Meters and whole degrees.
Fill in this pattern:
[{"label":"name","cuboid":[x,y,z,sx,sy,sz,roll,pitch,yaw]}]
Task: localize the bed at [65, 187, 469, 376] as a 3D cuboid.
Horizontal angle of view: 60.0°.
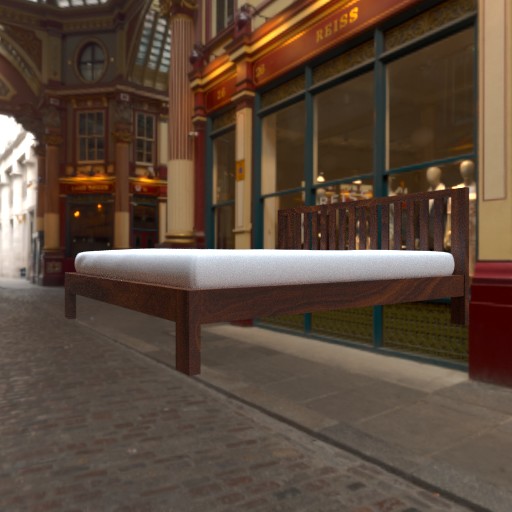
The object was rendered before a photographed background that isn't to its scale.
[{"label":"bed","cuboid":[0.000,0.000,3.038,2.030,0.890,1.905,0,0,-36]}]
